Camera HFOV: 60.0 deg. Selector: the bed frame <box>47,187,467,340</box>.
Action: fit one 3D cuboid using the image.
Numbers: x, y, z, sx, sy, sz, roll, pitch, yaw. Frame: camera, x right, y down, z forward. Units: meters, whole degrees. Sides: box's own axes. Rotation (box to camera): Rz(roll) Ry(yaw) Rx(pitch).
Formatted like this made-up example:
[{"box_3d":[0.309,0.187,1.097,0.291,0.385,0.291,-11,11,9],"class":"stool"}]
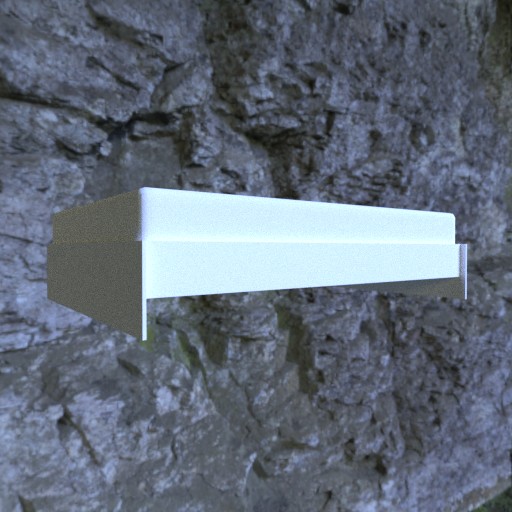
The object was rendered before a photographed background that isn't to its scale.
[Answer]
[{"box_3d":[0.000,0.000,2.557,1.945,0.497,1.445,-1,1,-36],"class":"bed frame"}]
